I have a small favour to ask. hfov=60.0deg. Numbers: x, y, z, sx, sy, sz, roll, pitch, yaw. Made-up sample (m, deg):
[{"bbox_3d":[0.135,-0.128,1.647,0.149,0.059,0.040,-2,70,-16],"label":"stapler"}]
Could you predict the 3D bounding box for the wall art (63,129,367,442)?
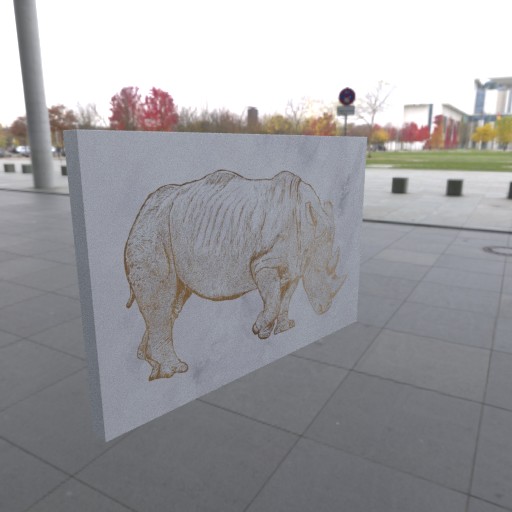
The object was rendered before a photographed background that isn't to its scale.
[{"bbox_3d":[0.000,0.000,0.771,0.609,0.407,0.038,-13,19,-43],"label":"wall art"}]
